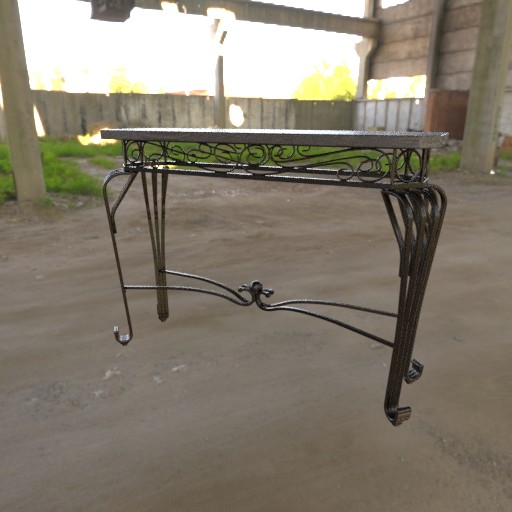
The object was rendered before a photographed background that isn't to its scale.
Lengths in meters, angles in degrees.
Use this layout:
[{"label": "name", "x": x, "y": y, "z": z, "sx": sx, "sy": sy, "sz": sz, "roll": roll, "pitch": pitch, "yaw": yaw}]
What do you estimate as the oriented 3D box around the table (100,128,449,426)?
[{"label": "table", "x": 0.000, "y": 0.000, "z": 1.473, "sx": 1.112, "sy": 0.800, "sz": 0.329, "roll": 9, "pitch": 19, "yaw": 26}]
